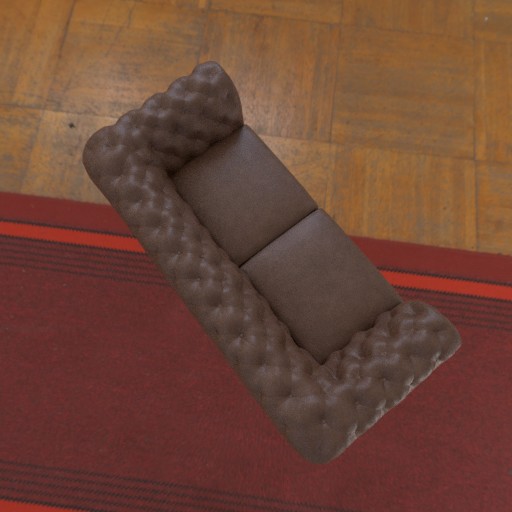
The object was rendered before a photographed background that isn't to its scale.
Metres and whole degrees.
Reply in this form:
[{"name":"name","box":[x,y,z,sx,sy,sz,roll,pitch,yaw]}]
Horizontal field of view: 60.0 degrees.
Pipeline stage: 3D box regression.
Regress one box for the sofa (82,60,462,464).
[{"name":"sofa","box":[0.000,0.000,2.512,0.955,0.784,2.048,-37,77,-10]}]
